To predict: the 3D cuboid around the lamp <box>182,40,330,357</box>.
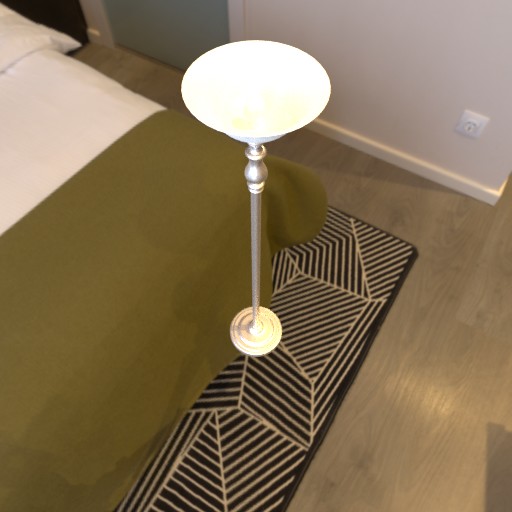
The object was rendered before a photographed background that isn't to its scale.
[{"bbox_3d":[0.000,0.000,1.961,0.405,1.771,0.405,1,58,1],"label":"lamp"}]
